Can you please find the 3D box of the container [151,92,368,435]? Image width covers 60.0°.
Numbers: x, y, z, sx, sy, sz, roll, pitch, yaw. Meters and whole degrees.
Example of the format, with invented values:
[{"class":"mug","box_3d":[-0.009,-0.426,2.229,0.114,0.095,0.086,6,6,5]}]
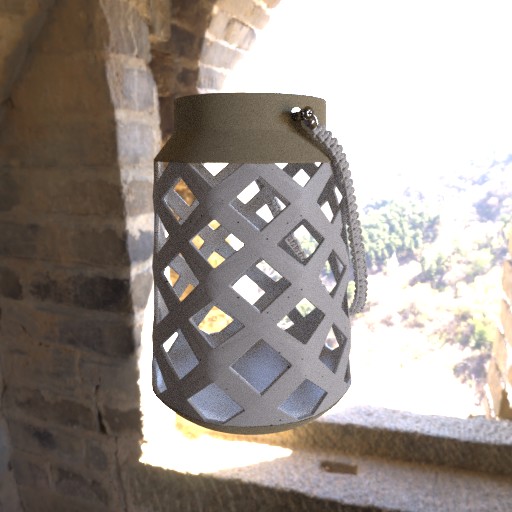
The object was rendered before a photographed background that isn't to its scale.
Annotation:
[{"class":"container","box_3d":[0.000,0.000,0.399,0.198,0.264,0.188,-7,15,-27]}]
